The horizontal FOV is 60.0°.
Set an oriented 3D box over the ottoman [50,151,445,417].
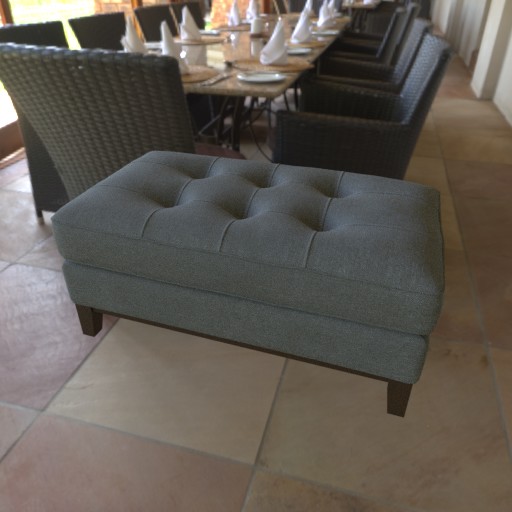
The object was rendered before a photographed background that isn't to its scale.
[{"bbox_3d":[0.000,0.000,1.516,1.143,0.514,0.648,10,33,16],"label":"ottoman"}]
